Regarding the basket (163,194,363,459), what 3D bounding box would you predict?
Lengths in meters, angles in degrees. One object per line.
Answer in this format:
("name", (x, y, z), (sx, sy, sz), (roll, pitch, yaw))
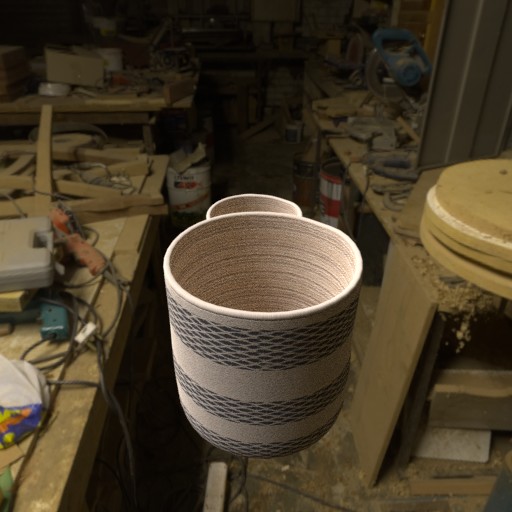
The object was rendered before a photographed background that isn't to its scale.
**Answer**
("basket", (0.000, 0.000, 1.112), (0.351, 0.356, 0.917), (-1, 31, -2))
